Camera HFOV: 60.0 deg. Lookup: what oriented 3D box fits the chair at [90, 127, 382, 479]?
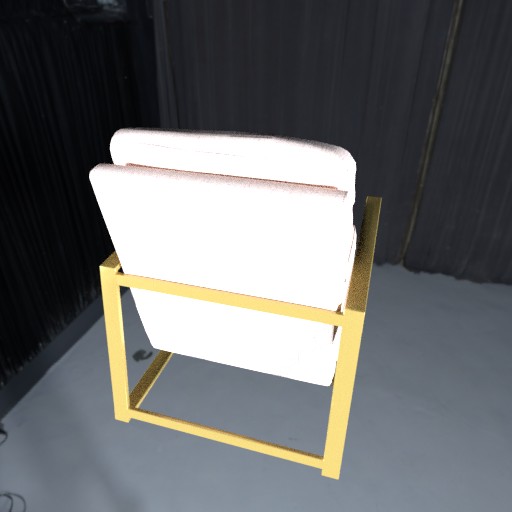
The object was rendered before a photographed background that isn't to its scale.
[{"bbox_3d":[0.000,0.000,1.498,0.758,0.956,0.813,9,32,14],"label":"chair"}]
